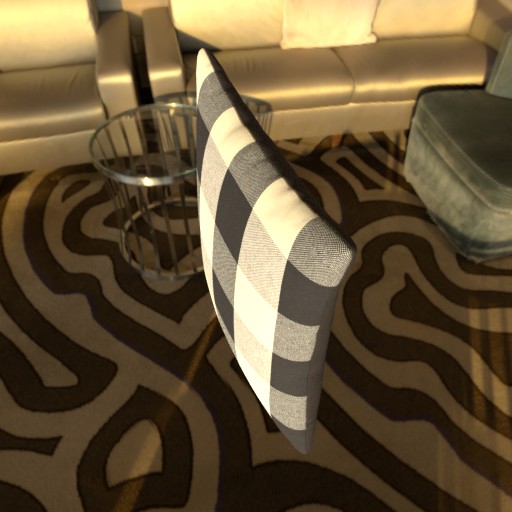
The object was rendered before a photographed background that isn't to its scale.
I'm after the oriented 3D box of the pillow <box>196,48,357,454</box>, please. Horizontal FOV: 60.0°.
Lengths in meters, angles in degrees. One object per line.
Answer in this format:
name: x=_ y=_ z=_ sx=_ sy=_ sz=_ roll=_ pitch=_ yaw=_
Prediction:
pillow: x=0.000 y=0.000 z=0.756 sx=0.161 sy=0.509 sz=0.511 roll=-15 pitch=48 yaw=-14
